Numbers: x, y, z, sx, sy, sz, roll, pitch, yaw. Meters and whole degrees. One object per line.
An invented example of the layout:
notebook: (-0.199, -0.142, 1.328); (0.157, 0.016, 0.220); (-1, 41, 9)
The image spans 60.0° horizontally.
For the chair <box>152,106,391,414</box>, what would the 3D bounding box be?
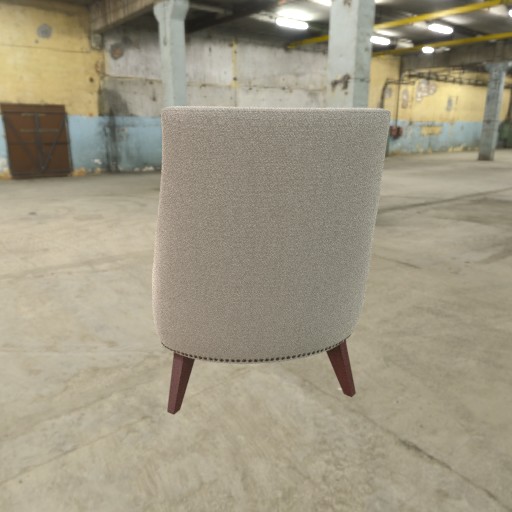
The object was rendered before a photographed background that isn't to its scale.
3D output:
chair: (0.000, 0.000, 1.488); (0.701, 0.909, 0.861); (-2, 15, -9)
